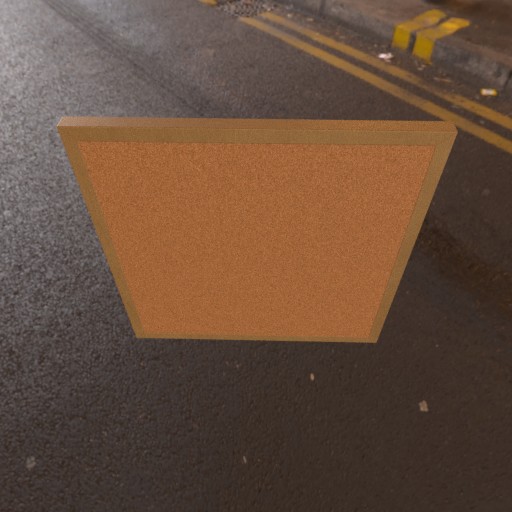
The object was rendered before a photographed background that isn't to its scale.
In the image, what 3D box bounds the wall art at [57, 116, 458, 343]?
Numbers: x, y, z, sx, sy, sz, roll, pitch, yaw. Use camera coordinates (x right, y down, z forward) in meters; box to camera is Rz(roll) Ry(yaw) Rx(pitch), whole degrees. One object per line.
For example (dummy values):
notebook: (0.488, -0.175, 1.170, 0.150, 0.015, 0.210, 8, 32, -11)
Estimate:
wall art: (0.000, 0.000, 1.137, 0.763, 0.763, 0.037, 1, 48, 1)
